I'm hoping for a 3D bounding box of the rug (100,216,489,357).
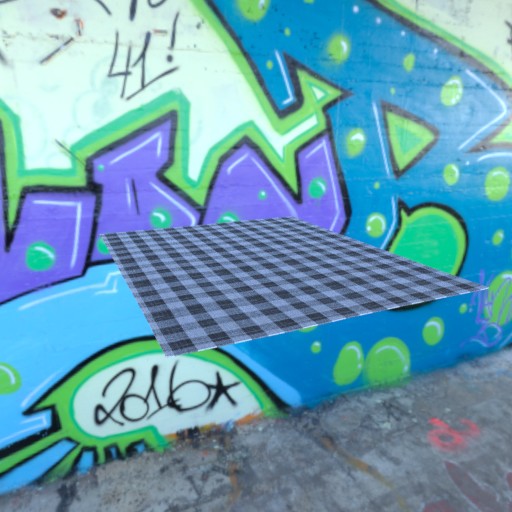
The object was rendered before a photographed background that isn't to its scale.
[{"bbox_3d":[0.000,0.000,4.104,2.432,0.013,3.021,-7,18,-24],"label":"rug"}]
